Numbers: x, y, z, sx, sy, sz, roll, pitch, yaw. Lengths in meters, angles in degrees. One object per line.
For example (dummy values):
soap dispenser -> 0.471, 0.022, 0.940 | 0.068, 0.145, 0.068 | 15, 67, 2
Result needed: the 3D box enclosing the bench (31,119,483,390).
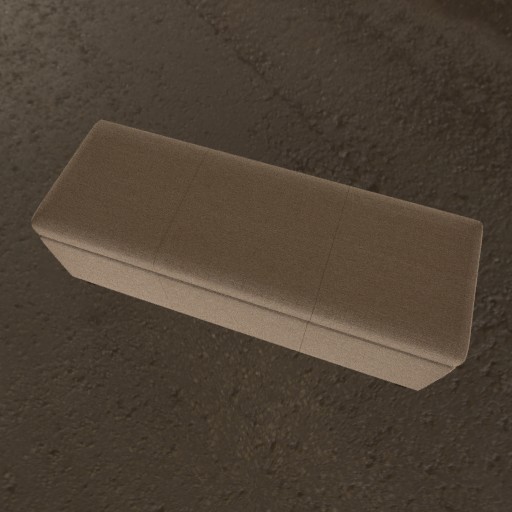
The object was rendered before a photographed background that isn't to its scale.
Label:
bench -> 0.000, 0.000, 1.458 | 1.269, 0.438, 0.446 | 17, 64, 9
